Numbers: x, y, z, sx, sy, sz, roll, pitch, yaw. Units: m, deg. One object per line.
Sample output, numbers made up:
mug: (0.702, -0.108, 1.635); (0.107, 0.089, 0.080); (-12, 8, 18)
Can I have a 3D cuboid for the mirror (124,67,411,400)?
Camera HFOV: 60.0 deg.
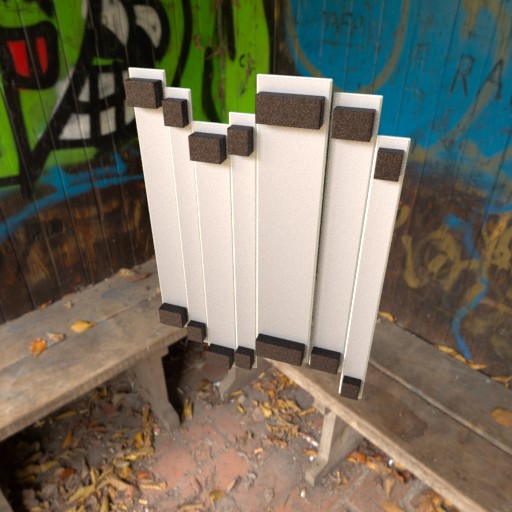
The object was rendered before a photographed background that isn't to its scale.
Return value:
mirror: (0.000, 0.000, 0.790); (0.445, 0.611, 0.058); (10, 34, 16)
